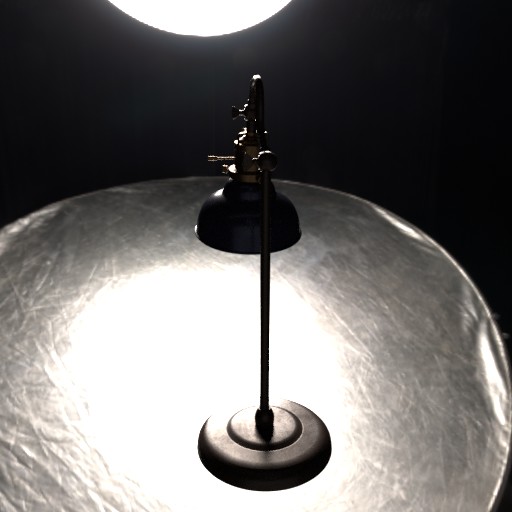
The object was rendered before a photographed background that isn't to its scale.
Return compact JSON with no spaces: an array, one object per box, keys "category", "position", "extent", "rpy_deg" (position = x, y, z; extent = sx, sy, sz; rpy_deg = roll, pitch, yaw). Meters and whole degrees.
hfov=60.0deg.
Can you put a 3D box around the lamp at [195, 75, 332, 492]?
[{"category":"lamp","position":[0.000,0.000,0.668],"extent":[0.192,0.508,0.374],"rpy_deg":[-2,13,-7]}]
